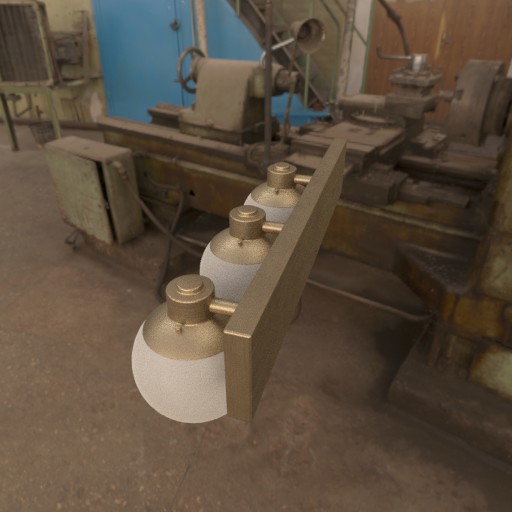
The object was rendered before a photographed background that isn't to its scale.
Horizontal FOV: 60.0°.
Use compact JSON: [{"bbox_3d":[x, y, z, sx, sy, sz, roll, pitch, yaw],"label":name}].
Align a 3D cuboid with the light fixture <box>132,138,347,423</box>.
[{"bbox_3d":[0.000,0.000,0.837,0.218,0.263,0.721,9,32,15],"label":"light fixture"}]
